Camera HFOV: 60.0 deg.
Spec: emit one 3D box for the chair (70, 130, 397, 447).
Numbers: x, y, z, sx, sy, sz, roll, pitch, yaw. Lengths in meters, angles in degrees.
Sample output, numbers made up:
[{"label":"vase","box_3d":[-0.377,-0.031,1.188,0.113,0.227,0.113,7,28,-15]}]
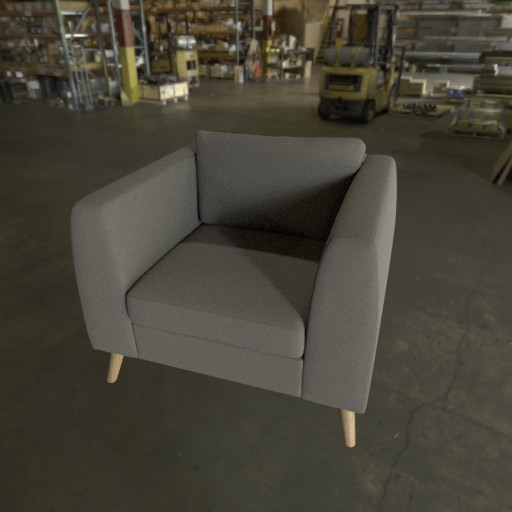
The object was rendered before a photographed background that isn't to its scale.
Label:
[{"label":"chair","box_3d":[0.000,0.000,1.737,1.000,0.860,0.930,9,29,17]}]
